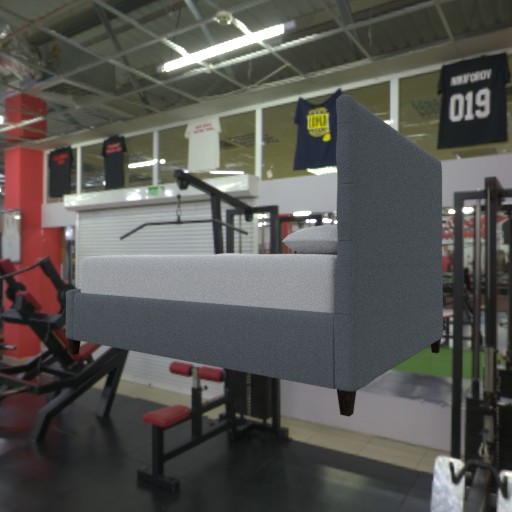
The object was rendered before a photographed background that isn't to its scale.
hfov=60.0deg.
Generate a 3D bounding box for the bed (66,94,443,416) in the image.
[{"bbox_3d":[0.000,0.000,3.254,2.231,1.427,1.698,0,0,36],"label":"bed"}]
